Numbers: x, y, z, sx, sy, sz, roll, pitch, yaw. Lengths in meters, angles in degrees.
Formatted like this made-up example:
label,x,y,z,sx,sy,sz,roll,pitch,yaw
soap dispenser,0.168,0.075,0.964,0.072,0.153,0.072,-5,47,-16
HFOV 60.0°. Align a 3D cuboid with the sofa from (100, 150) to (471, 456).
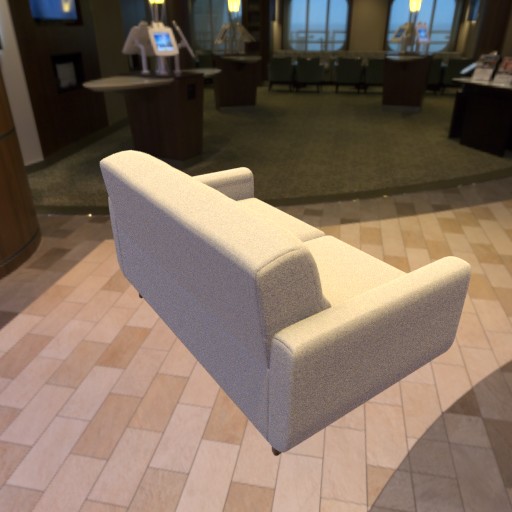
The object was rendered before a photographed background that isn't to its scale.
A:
label,x,y,z,sx,sy,sz,roll,pitch,yaw
sofa,0.000,0.000,2.180,0.980,0.892,1.655,-18,33,-31
